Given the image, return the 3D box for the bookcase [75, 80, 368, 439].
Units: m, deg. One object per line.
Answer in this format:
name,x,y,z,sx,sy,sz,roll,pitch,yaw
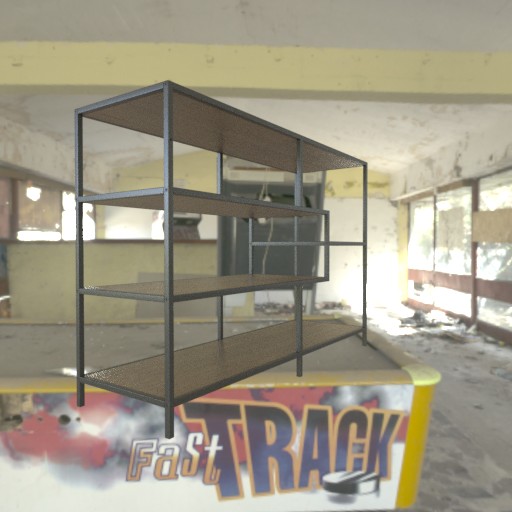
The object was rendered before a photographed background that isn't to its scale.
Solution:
bookcase,0.000,0.000,1.525,0.350,0.780,1.140,1,1,36
